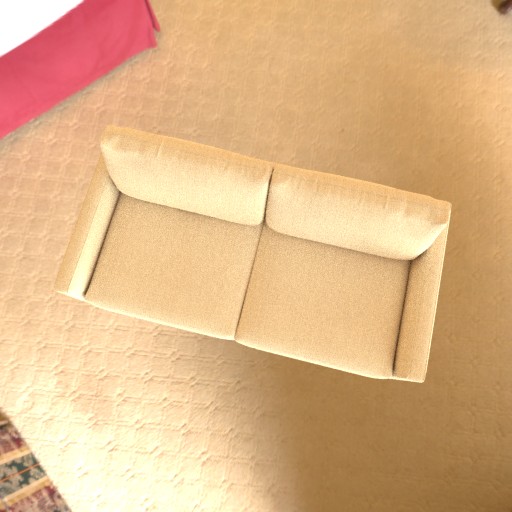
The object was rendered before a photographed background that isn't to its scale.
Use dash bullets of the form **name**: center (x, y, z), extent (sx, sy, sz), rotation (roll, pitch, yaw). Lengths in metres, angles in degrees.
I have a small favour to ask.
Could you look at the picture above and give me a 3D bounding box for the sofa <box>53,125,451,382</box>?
- **sofa**: center (0.000, 0.000, 2.111), extent (1.651, 0.812, 0.839), rotation (13, 77, 3)
